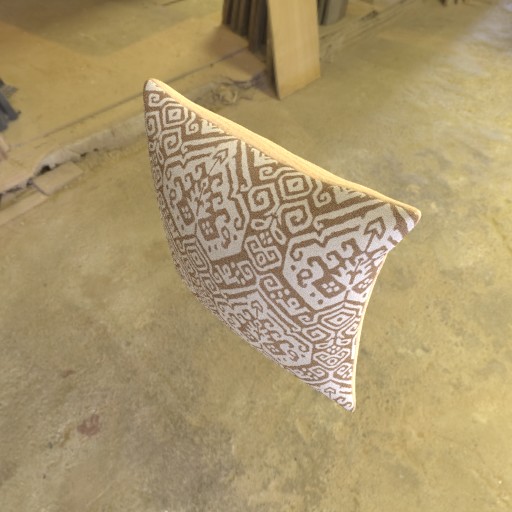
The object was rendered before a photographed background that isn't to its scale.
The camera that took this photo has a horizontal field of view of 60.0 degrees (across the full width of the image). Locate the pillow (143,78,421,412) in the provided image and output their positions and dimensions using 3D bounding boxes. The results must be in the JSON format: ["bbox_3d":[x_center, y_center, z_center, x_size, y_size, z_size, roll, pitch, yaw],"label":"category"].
[{"bbox_3d":[0.000,0.000,0.648,0.419,0.407,0.173,34,55,28],"label":"pillow"}]
